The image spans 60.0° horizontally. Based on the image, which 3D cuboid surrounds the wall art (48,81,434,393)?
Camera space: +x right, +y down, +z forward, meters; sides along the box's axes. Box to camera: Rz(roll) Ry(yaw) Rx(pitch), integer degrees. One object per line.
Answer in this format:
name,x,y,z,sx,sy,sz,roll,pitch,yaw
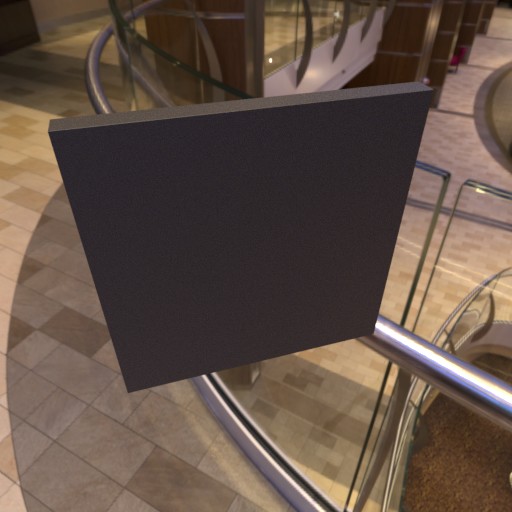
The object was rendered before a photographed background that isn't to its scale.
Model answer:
wall art,0.000,0.000,0.734,0.507,0.507,0.038,-11,40,-13
